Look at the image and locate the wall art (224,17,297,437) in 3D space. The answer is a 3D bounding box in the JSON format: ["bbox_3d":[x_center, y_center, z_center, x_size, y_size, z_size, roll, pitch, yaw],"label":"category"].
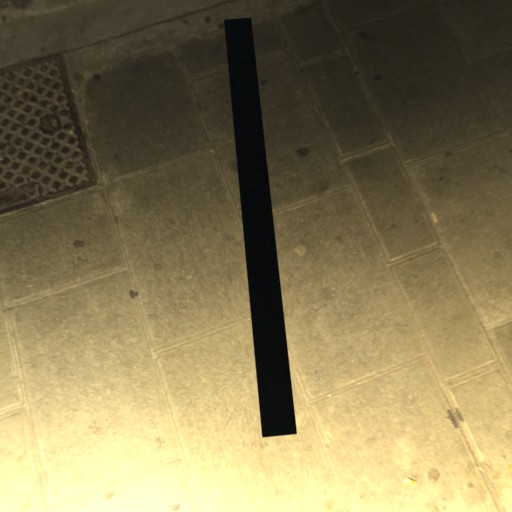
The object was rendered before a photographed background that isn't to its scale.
[{"bbox_3d":[0.000,0.000,0.757,0.036,0.508,0.508,-5,76,-1],"label":"wall art"}]
